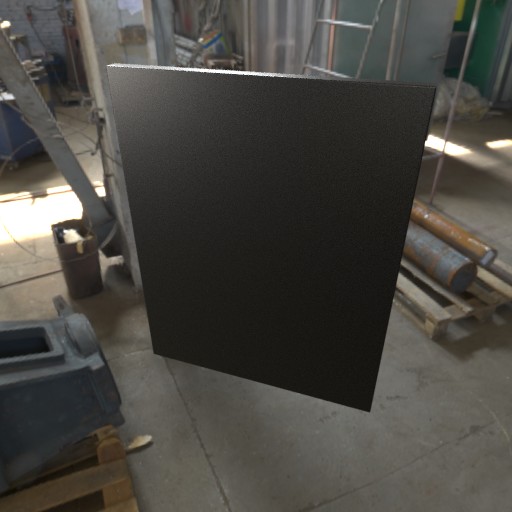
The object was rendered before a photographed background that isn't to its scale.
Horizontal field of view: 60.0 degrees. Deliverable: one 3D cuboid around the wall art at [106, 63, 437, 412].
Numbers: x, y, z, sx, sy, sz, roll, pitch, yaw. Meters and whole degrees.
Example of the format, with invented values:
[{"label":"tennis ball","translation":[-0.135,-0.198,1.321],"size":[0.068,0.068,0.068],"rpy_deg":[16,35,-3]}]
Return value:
[{"label":"wall art","translation":[0.000,0.000,1.546],"size":[0.950,1.194,0.053],"rpy_deg":[11,33,16]}]
